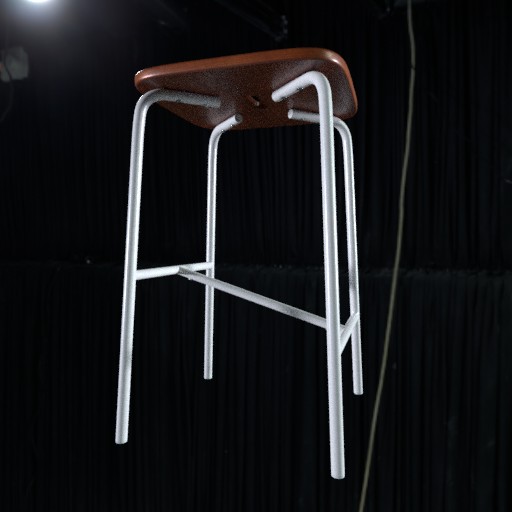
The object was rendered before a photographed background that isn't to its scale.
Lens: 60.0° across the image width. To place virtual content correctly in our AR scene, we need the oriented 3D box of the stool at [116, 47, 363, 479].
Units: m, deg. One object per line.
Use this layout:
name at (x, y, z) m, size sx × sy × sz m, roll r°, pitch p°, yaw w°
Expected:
stool at (0.000, 0.000, 0.845) m, size 0.376 × 0.610 × 0.376 m, roll 1°, pitch 2°, yaw 17°
